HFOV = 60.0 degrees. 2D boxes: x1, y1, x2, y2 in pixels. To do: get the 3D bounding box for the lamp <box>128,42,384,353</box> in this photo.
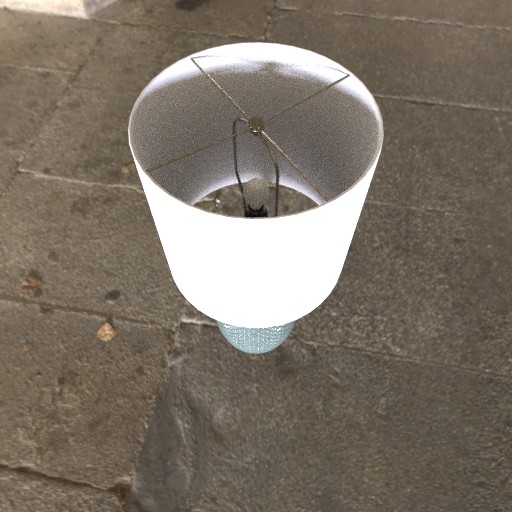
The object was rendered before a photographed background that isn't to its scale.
[{"bbox_3d":[0.000,0.000,0.573,0.217,0.453,0.217,-30,63,-17],"label":"lamp"}]
